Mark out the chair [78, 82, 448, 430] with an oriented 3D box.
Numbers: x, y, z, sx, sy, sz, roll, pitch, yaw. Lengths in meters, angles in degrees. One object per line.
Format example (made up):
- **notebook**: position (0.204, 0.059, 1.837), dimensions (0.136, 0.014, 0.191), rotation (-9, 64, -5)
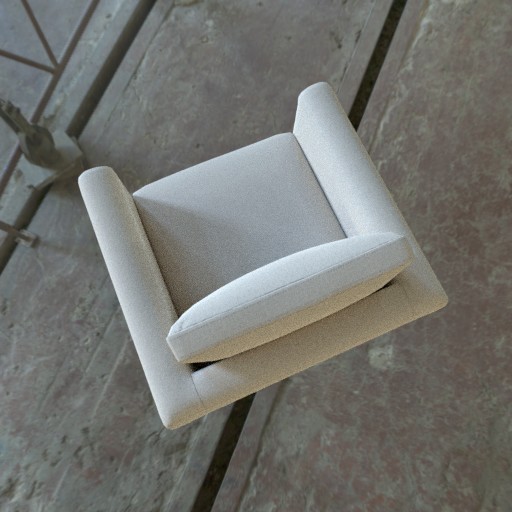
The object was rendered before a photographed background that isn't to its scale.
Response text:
- **chair**: position (0.000, 0.000, 1.677), dimensions (0.982, 0.915, 0.896), rotation (-23, 76, -6)
